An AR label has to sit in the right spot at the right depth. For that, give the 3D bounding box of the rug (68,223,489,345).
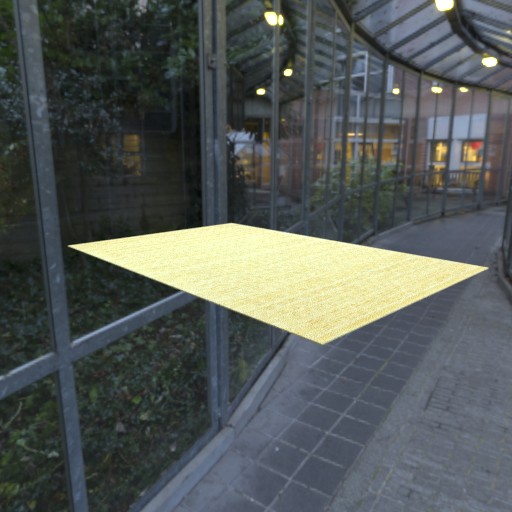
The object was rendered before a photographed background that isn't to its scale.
[{"bbox_3d":[0.000,0.000,2.851,1.524,0.006,2.286,-12,18,-42],"label":"rug"}]
